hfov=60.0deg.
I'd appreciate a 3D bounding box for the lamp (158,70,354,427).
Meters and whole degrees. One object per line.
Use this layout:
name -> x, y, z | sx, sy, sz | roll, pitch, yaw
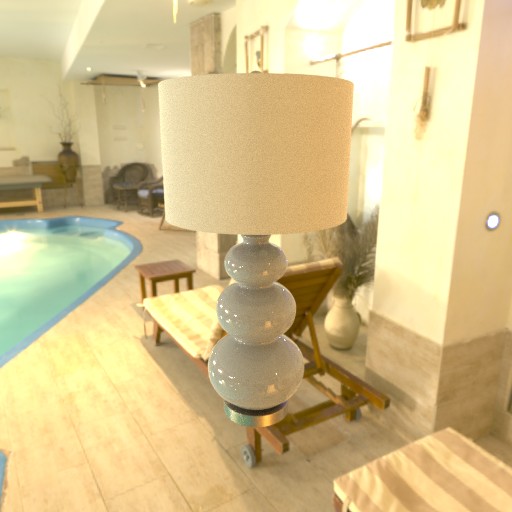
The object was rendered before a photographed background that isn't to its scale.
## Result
lamp -> 0.000, 0.000, 0.938 | 0.367, 0.730, 0.367 | -8, 17, -26
